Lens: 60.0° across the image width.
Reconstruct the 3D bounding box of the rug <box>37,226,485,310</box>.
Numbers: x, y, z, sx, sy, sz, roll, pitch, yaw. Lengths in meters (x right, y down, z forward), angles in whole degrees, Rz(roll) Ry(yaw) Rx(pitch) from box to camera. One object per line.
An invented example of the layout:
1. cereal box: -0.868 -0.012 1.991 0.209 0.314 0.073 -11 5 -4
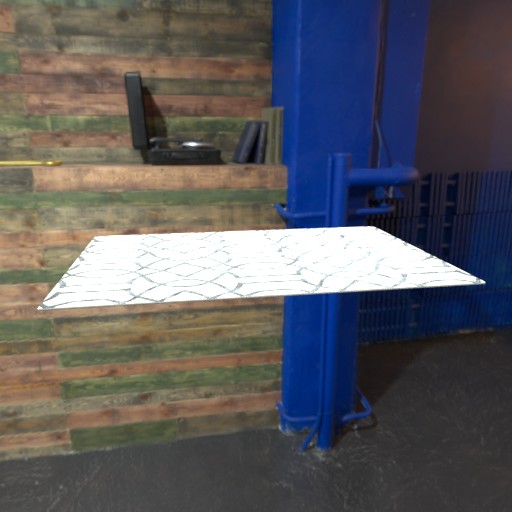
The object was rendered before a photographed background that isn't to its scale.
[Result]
1. rug: 0.000 0.000 3.016 2.365 0.017 1.521 -3 16 -9
